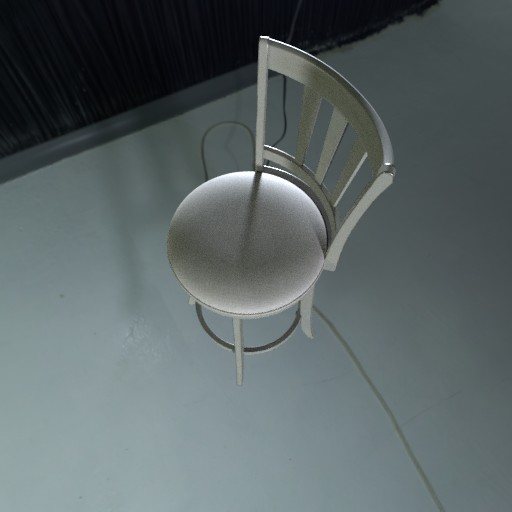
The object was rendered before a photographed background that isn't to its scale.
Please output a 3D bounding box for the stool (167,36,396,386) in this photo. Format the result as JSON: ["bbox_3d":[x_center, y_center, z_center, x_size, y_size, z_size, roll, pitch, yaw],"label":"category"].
[{"bbox_3d":[0.000,0.000,1.283,0.475,1.042,0.436,-30,67,-14],"label":"stool"}]
